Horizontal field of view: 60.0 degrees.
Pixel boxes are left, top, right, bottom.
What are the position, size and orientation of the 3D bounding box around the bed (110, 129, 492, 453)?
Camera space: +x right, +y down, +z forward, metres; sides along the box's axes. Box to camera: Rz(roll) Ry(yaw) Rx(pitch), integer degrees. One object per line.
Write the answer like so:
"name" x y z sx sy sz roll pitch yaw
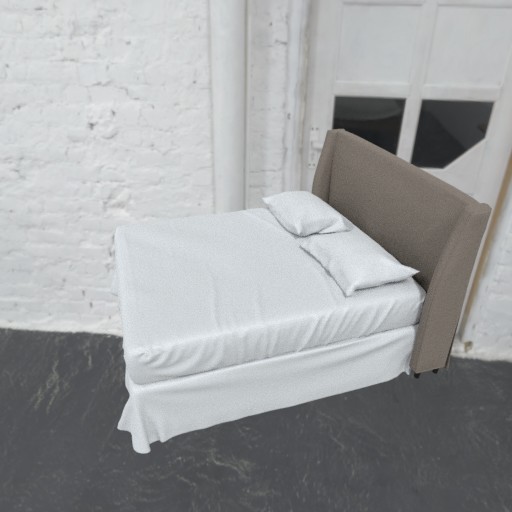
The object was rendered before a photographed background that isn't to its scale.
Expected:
"bed" 0.000 0.000 3.345 2.276 1.332 1.925 -9 31 -15
